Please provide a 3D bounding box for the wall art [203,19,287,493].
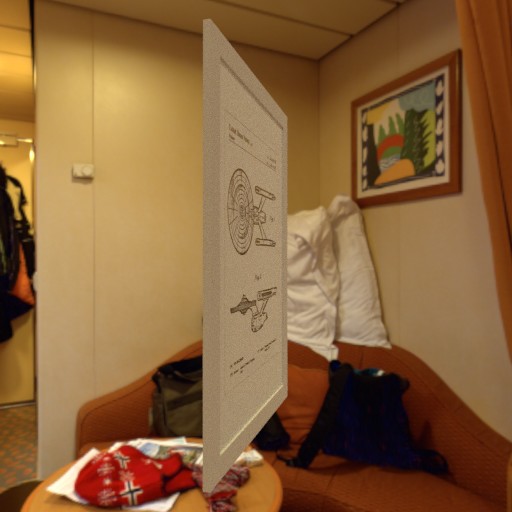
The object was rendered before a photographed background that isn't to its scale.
[{"bbox_3d":[0.000,0.000,0.833,0.011,0.659,0.454,0,0,18],"label":"wall art"}]
